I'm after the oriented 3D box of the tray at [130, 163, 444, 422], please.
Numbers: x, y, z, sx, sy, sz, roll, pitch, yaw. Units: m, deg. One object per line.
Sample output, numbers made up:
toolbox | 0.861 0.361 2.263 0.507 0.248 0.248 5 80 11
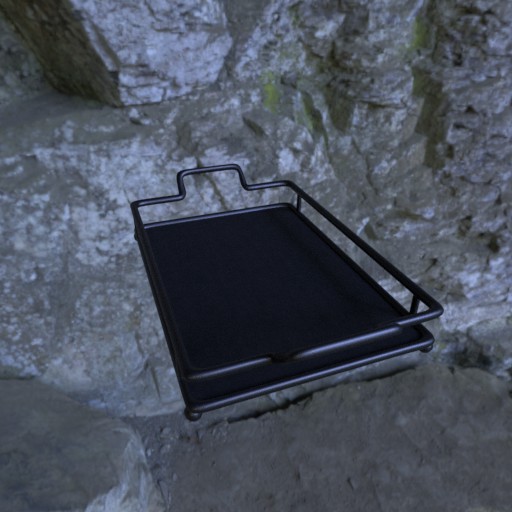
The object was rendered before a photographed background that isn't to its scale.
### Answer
tray | 0.000 0.000 0.619 0.297 0.101 0.495 -11 32 -17
